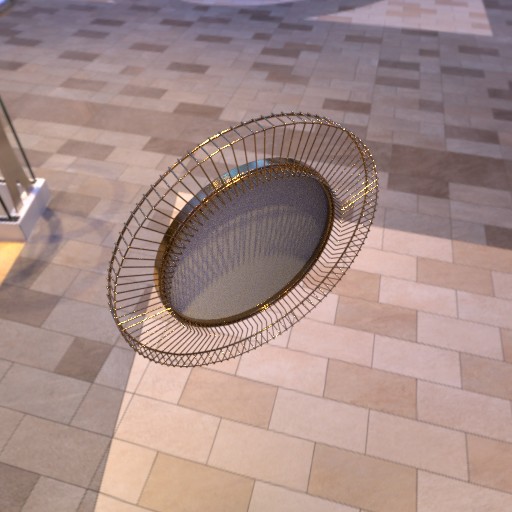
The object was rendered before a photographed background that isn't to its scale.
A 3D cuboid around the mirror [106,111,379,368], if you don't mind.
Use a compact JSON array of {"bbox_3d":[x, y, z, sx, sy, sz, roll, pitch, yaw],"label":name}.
[{"bbox_3d":[0.000,0.000,1.060,0.703,0.703,0.067,-24,50,-21],"label":"mirror"}]
